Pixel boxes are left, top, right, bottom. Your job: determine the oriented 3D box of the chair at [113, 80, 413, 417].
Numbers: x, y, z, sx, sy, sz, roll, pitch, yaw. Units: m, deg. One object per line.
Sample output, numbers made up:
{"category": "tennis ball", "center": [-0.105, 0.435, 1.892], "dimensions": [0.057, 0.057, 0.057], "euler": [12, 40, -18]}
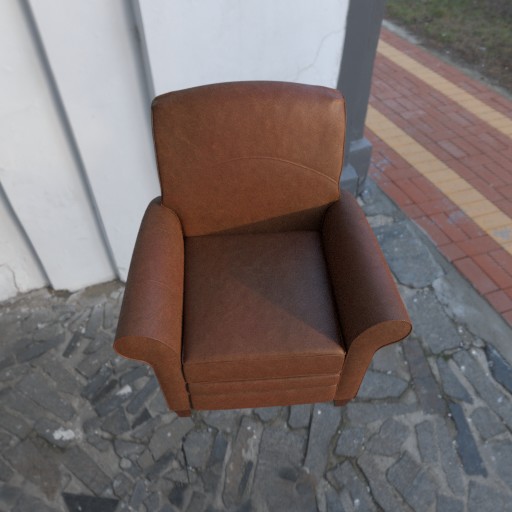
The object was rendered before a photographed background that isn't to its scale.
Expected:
{"category": "chair", "center": [0.000, 0.000, 1.784], "dimensions": [0.978, 1.061, 0.902], "euler": [-3, 46, -3]}
